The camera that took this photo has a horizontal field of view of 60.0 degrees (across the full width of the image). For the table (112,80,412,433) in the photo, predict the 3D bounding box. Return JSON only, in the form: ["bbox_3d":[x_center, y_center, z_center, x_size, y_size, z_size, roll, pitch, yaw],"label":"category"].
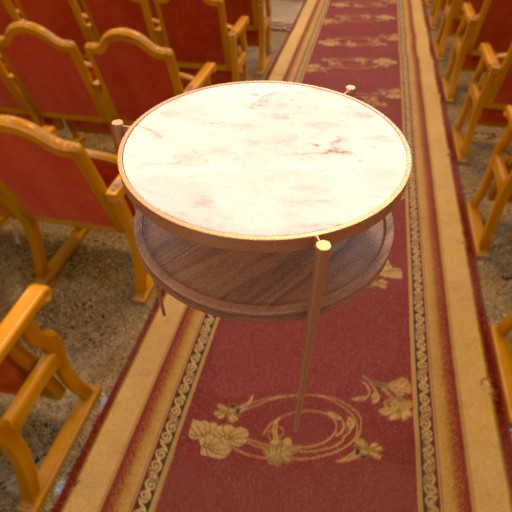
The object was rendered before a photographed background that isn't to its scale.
[{"bbox_3d":[0.000,0.000,0.826,0.456,0.493,0.430,9,46,9],"label":"table"}]
